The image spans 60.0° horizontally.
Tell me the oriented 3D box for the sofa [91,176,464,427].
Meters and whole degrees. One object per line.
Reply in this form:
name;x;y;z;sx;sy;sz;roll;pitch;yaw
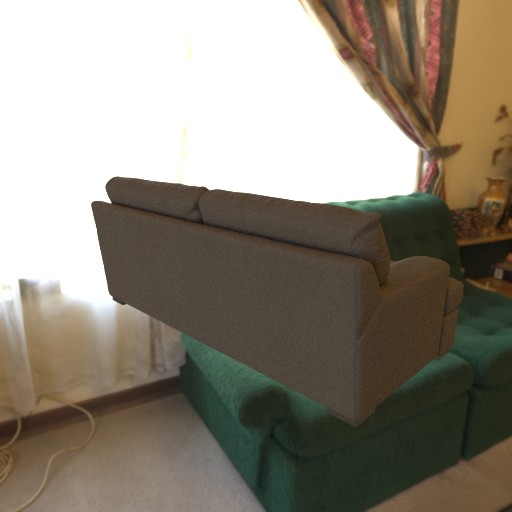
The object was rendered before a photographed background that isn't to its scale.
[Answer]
sofa;0.000;0.000;2.853;2.271;0.950;1.140;15;22;43
